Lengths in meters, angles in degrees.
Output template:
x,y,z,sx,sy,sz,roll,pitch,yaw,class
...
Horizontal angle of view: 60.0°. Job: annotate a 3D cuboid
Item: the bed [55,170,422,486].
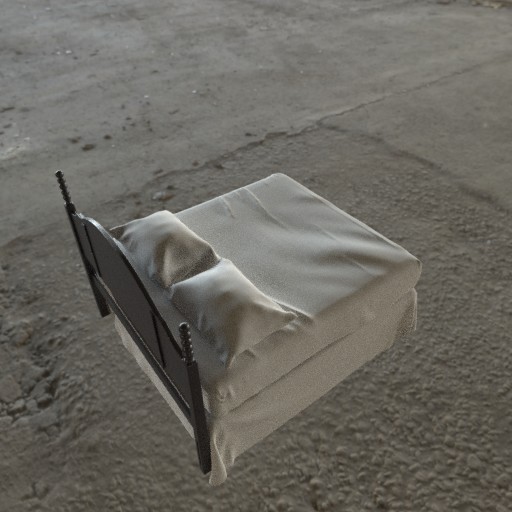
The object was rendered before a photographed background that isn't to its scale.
x,y,z,sx,sy,sz,roll,pitch,yaw,class
0.000,0.000,3.238,2.040,1.356,1.873,-26,47,-27,bed
